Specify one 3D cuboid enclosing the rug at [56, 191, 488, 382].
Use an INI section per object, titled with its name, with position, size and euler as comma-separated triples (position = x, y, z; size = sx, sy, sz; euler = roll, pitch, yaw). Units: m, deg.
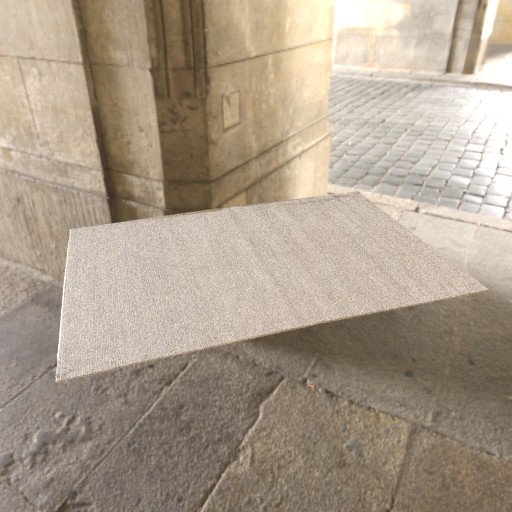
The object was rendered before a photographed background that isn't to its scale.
[rug]
position = 0.000, 0.000, 2.232
size = 1.820, 0.022, 1.179
euler = -9, 33, -15
